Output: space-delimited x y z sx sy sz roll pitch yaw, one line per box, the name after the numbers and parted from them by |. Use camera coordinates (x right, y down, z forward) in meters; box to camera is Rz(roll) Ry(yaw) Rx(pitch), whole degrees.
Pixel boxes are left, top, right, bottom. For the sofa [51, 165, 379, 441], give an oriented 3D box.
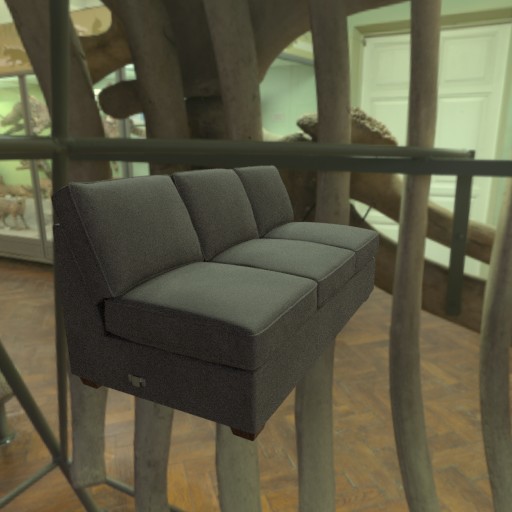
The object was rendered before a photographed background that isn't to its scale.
0.000 0.000 2.571 1.027 0.973 1.962 8 17 27 | sofa
